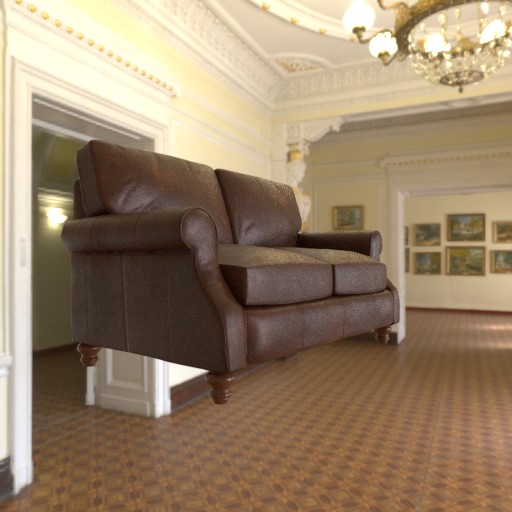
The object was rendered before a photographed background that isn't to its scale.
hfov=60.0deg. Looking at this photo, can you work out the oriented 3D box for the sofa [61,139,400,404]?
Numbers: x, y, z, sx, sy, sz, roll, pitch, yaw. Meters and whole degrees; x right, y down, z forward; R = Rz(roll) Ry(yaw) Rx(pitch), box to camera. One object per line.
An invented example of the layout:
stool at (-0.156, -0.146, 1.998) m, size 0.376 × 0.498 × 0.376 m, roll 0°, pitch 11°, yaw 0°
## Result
sofa at (0.000, 0.000, 2.219) m, size 0.990 × 0.976 × 1.616 m, roll 0°, pitch -1°, yaw 38°
